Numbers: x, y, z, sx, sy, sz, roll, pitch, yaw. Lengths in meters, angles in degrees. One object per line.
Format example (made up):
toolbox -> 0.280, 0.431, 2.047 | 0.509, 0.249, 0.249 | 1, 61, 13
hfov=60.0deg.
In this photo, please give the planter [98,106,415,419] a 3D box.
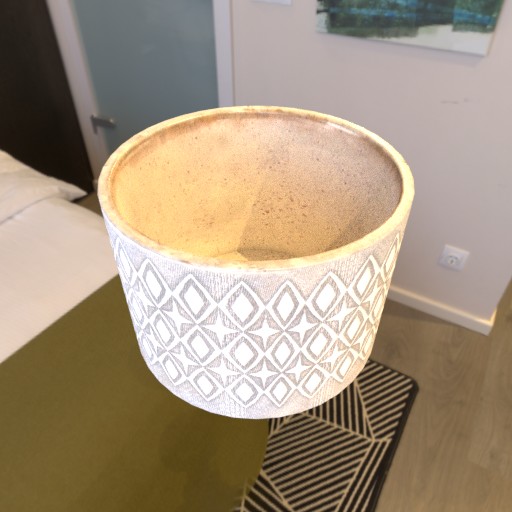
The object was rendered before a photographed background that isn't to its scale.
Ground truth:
planter -> 0.000, 0.000, 0.316 | 0.186, 0.144, 0.186 | 0, 41, 0
